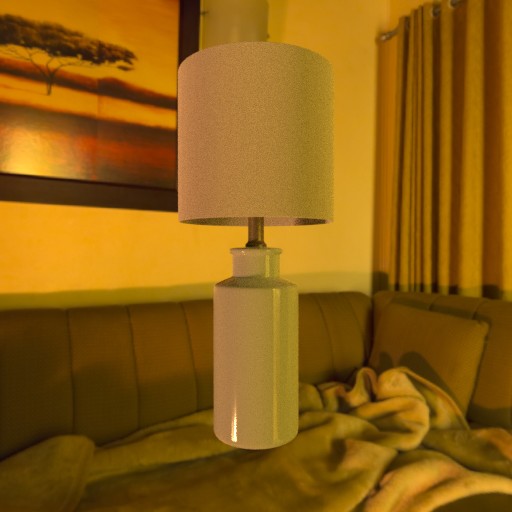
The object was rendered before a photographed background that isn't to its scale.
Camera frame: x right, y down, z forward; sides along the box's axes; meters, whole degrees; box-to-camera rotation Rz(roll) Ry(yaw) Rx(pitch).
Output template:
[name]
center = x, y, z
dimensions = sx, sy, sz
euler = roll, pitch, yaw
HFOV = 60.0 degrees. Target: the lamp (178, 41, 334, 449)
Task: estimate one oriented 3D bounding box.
[lamp]
center = 0.000, 0.000, 0.614
dimensions = 0.212, 0.493, 0.212
euler = 1, 1, 36
